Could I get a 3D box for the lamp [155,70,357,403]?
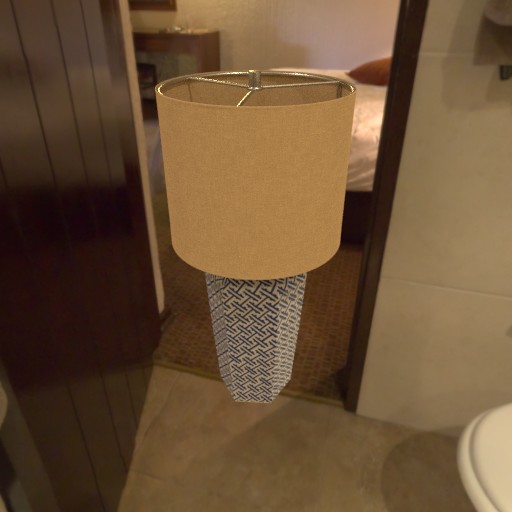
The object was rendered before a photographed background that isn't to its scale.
[{"bbox_3d":[0.000,0.000,0.878,0.320,0.682,0.320,-11,32,-18],"label":"lamp"}]
